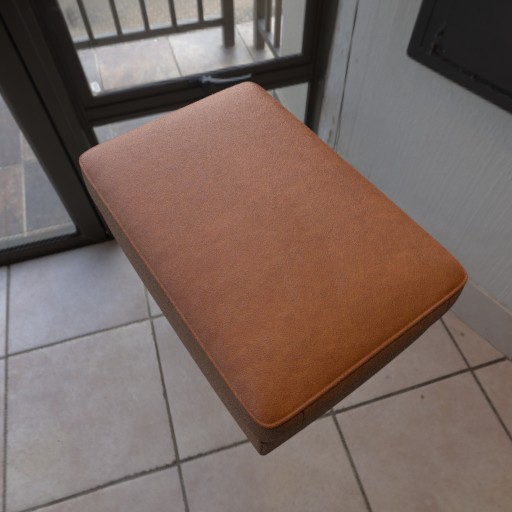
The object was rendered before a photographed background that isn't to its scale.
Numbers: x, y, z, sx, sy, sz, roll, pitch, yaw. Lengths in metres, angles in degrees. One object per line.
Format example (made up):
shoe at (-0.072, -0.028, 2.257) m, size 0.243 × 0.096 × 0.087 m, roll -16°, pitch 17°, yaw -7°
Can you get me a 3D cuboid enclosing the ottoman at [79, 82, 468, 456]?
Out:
ottoman at (0.000, 0.000, 1.203) m, size 0.584 × 0.483 × 0.864 m, roll -31°, pitch 62°, yaw -18°
